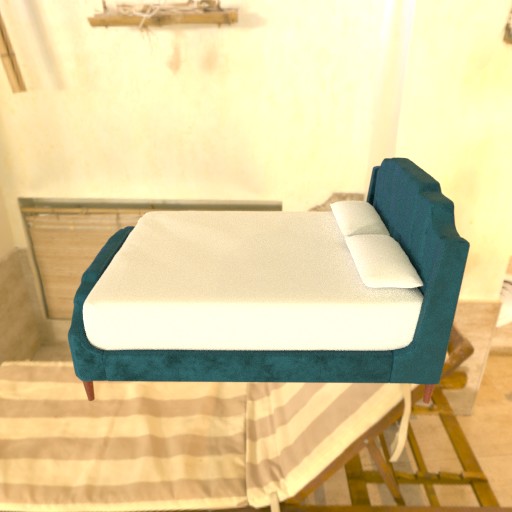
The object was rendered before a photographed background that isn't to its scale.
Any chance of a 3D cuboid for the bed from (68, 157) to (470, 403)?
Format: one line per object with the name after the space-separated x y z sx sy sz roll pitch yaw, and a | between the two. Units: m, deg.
0.000 0.000 3.319 2.322 1.338 1.678 0 25 1 | bed
